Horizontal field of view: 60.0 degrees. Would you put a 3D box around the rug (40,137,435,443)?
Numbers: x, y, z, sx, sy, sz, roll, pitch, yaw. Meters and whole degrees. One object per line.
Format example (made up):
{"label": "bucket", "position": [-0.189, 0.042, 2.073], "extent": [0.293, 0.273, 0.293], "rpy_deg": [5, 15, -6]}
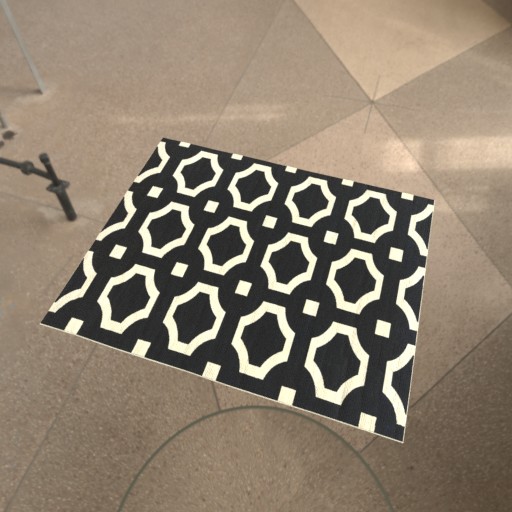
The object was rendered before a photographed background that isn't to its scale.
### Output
{"label": "rug", "position": [0.000, 0.000, 4.140], "extent": [3.049, 0.021, 2.466], "rpy_deg": [15, 57, 10]}
